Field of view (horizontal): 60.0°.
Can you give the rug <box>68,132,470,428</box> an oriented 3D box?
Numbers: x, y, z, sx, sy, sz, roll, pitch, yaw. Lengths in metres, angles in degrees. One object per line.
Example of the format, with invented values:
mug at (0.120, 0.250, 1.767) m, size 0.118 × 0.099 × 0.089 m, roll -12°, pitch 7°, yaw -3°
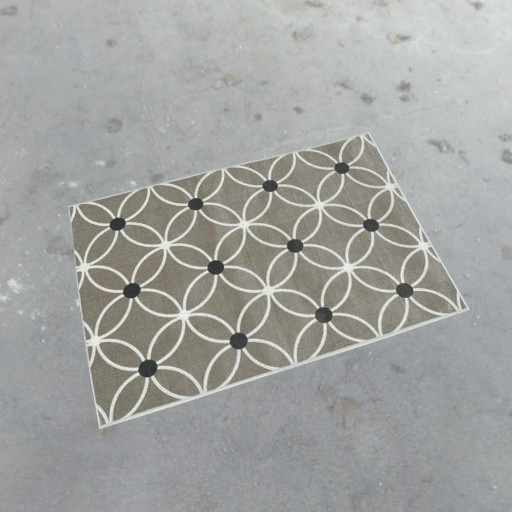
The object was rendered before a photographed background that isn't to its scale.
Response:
rug at (0.000, 0.000, 2.900) m, size 2.284 × 0.008 × 1.522 m, roll -16°, pitch 64°, yaw -8°
